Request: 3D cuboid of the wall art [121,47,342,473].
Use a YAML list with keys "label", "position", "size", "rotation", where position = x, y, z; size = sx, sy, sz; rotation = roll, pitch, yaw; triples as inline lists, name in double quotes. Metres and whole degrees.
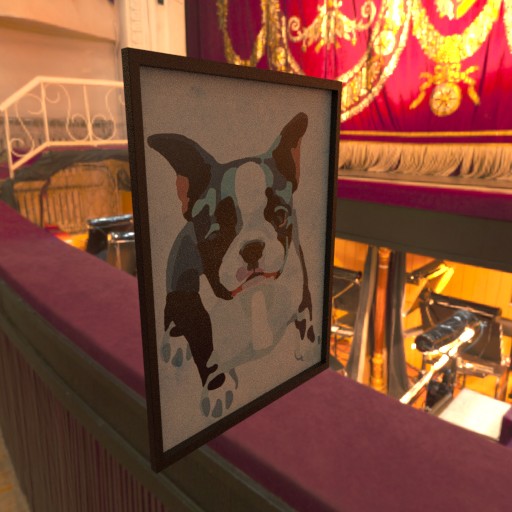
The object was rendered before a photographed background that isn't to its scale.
- label: "wall art"
  position: [0.000, 0.000, 1.307]
  size: [0.030, 1.027, 0.774]
  rotation: [14, 20, 42]
